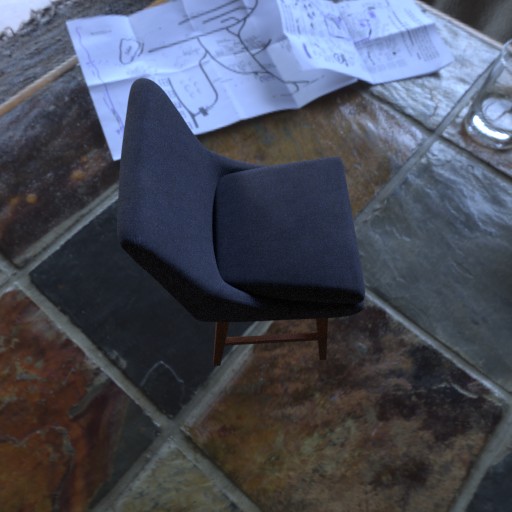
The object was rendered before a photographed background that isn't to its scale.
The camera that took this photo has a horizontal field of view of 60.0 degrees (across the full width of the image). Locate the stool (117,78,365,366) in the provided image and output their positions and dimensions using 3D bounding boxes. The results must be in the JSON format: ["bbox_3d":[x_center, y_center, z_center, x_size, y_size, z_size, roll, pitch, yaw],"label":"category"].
[{"bbox_3d":[0.000,0.000,1.402,0.572,1.068,0.489,-3,64,-1],"label":"stool"}]
